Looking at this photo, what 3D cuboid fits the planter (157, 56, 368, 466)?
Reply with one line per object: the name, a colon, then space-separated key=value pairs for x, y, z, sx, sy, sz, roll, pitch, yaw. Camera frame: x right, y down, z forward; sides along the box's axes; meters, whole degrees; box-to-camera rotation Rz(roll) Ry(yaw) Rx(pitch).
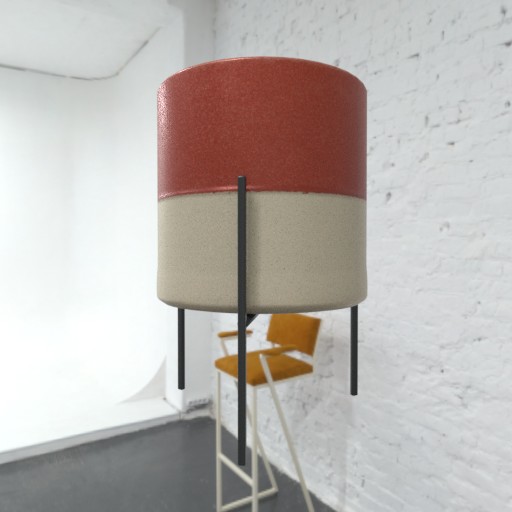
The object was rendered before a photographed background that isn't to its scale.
planter: x=0.000 y=0.000 z=0.510 sx=0.251 sy=0.354 sz=0.235 roll=1 pitch=1 yaw=37
